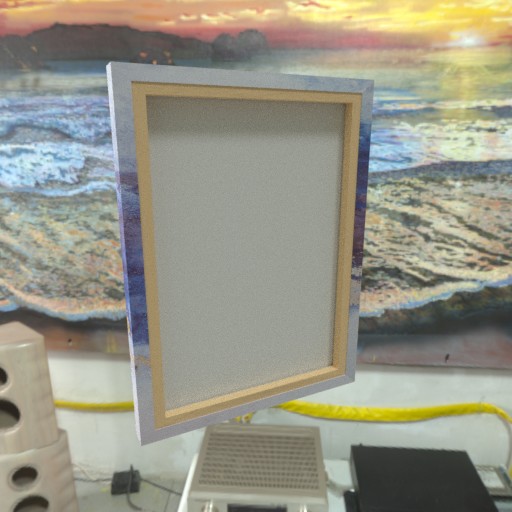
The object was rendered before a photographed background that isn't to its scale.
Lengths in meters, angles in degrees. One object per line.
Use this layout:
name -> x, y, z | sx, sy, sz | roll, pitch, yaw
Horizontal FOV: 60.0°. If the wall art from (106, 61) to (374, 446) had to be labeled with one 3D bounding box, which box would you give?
wall art -> 0.000, 0.000, 0.756 | 0.437, 0.581, 0.036 | -8, 17, -26
